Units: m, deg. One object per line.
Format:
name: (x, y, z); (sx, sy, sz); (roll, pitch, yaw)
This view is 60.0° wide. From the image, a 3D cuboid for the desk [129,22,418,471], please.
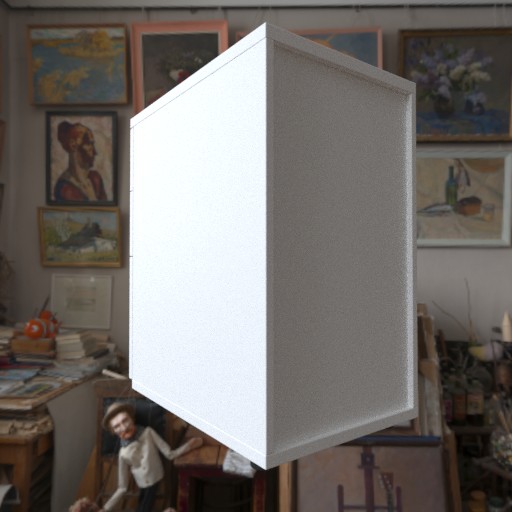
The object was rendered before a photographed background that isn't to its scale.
desk: (0.000, 0.000, 1.058); (0.404, 0.730, 0.600); (1, -1, -36)
